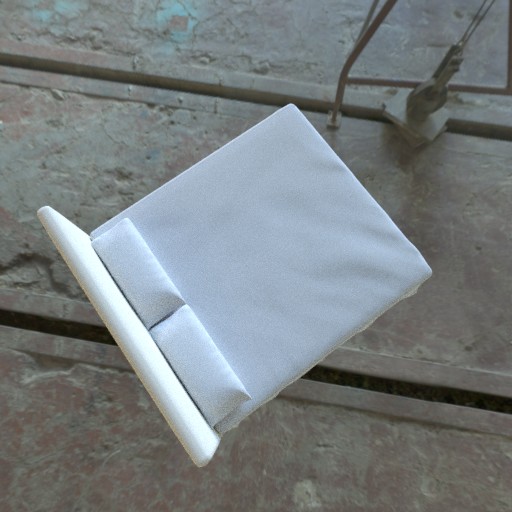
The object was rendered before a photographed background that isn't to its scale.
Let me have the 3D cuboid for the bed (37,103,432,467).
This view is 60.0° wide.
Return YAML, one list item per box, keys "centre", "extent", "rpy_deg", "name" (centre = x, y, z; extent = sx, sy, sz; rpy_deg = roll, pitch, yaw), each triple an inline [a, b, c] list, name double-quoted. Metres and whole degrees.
- centre: [0.000, 0.000, 3.649]
  extent: [2.341, 1.317, 2.119]
  rpy_deg: [-35, 79, -8]
  name: "bed"
